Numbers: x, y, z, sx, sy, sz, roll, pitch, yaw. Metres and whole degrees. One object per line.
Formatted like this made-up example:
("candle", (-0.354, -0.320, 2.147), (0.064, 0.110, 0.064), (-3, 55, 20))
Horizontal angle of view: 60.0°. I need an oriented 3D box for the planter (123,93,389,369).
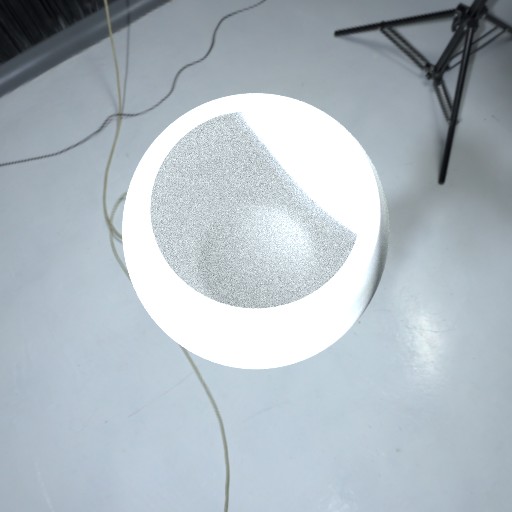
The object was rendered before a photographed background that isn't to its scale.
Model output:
("planter", (0.000, 0.000, 0.328), (0.161, 0.224, 0.161), (0, 76, 0))
